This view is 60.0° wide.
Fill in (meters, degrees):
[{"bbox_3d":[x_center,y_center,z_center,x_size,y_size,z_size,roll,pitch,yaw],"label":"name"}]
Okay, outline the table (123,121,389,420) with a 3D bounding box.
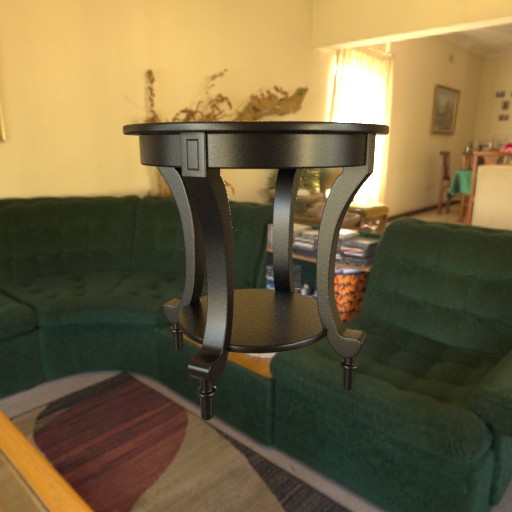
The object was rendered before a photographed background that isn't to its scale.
[{"bbox_3d":[0.000,0.000,1.108,0.597,0.618,0.597,0,14,0],"label":"table"}]
